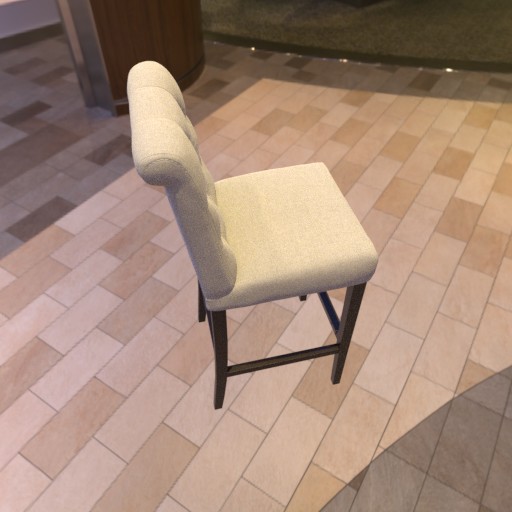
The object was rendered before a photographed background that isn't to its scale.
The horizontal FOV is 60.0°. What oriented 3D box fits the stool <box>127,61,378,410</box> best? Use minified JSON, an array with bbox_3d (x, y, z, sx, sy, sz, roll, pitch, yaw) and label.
[{"bbox_3d":[0.000,0.000,1.451,0.601,1.140,0.493,-10,47,-9],"label":"stool"}]
